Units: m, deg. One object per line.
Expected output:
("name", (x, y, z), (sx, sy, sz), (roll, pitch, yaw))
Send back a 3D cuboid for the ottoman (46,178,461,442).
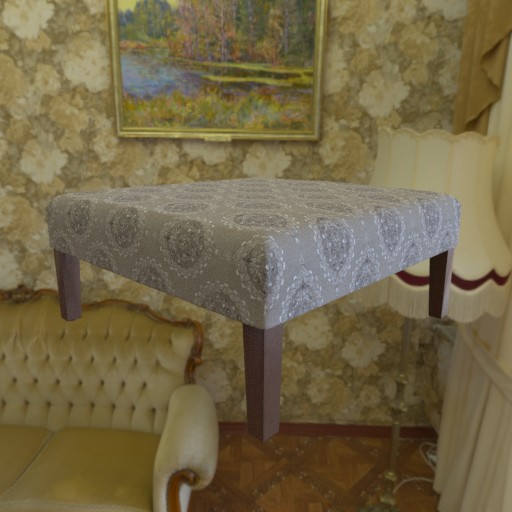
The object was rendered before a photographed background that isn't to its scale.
("ottoman", (0.000, 0.000, 1.361), (0.890, 0.411, 0.889), (13, 20, 42))
